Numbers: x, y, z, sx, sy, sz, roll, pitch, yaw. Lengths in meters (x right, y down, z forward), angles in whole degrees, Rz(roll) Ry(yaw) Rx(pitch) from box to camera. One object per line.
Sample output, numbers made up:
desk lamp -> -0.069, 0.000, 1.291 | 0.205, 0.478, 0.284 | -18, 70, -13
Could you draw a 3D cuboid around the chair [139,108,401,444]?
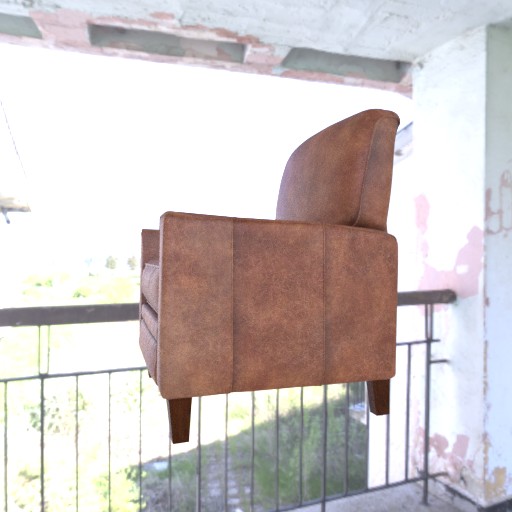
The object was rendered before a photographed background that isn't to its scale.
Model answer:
chair -> 0.000, 0.000, 1.686 | 0.836, 1.043, 0.843 | 0, 0, -19
